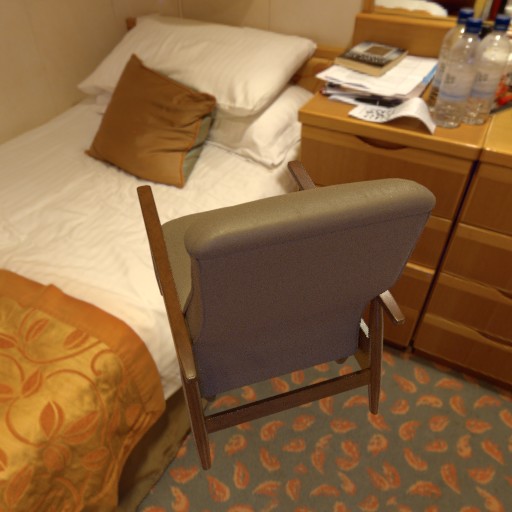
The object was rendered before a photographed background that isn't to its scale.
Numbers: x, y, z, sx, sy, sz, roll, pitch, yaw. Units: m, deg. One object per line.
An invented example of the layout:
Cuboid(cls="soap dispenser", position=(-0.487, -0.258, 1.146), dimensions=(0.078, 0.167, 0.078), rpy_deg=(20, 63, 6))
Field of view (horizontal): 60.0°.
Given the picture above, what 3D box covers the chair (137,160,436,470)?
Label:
Cuboid(cls="chair", position=(0.000, 0.000, 1.708), dimensions=(0.762, 1.082, 1.014), rpy_deg=(-12, 42, -14))
